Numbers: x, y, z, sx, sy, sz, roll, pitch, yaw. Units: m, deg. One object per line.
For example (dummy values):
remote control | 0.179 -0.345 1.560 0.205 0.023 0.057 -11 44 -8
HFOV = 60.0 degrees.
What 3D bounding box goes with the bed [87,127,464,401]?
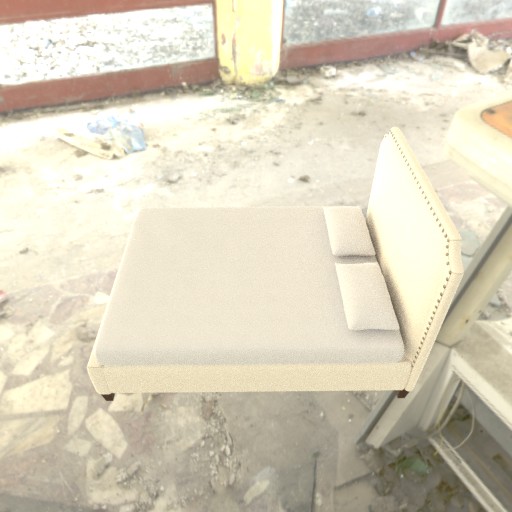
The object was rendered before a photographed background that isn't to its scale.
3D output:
bed | 0.000 0.000 3.502 2.372 1.497 1.712 0 41 0
